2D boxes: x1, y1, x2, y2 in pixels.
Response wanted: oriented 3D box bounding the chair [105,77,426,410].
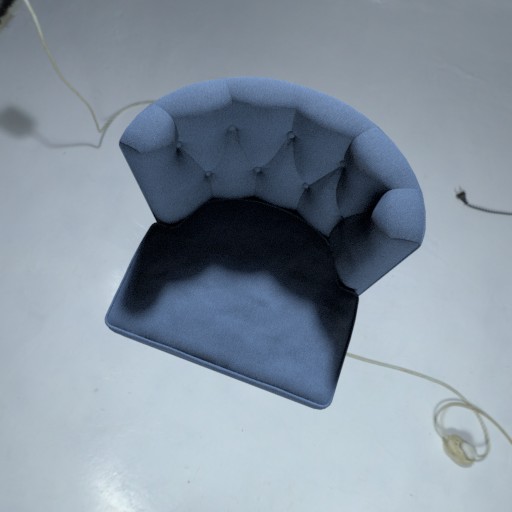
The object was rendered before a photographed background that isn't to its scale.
[{"bbox_3d":[0.000,0.000,1.340,0.740,0.771,0.718,19,76,5],"label":"chair"}]
